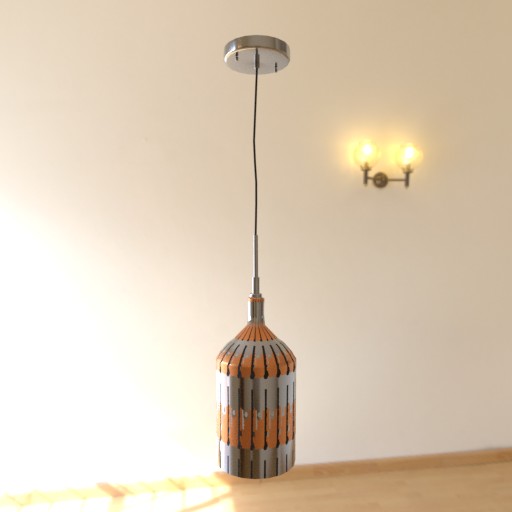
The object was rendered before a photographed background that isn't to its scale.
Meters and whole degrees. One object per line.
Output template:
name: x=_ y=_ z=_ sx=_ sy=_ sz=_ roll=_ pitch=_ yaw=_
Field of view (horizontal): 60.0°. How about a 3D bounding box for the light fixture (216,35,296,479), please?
light fixture: x=0.000 y=0.000 z=1.668 sx=0.303 sy=1.535 sz=0.303 roll=0 pitch=1 yaw=0
